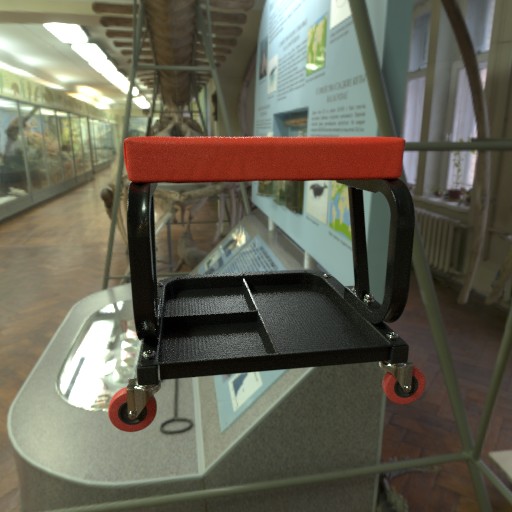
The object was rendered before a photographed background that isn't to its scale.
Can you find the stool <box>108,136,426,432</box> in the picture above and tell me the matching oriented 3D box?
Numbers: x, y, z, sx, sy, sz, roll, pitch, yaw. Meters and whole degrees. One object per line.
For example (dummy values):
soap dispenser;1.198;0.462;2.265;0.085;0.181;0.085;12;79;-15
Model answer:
stool;0.000;0.000;0.731;0.446;0.380;0.371;-2;15;-9
